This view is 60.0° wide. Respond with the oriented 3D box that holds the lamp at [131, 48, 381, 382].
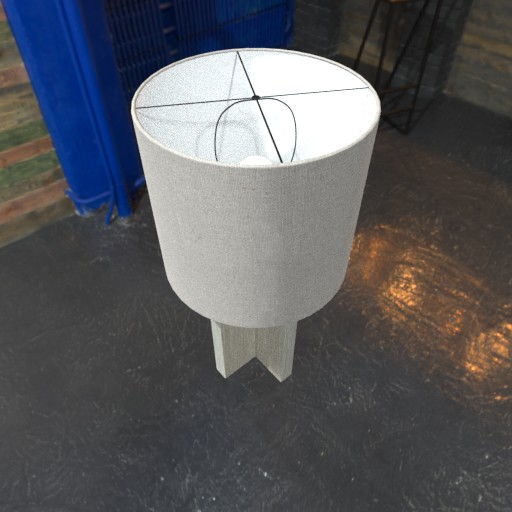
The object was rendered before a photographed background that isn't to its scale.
[{"bbox_3d":[0.000,0.000,0.565,0.229,0.428,0.229,-32,54,-27],"label":"lamp"}]
